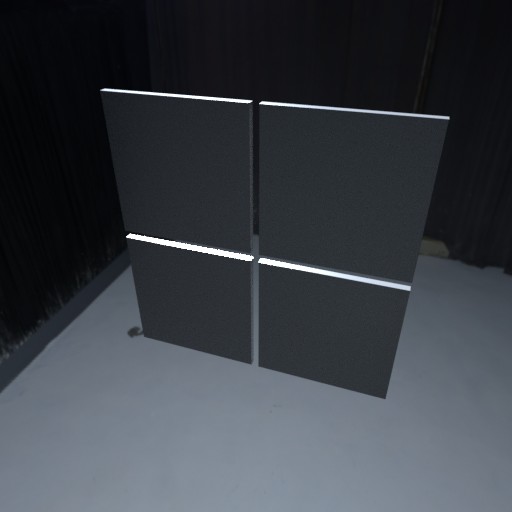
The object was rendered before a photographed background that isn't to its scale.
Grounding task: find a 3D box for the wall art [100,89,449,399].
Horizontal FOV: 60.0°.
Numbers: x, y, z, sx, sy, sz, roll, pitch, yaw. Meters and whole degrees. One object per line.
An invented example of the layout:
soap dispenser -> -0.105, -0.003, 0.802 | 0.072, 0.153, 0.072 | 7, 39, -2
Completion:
wall art -> 0.000, 0.000, 1.663 | 1.118, 1.118, 0.029 | 11, 33, 16
